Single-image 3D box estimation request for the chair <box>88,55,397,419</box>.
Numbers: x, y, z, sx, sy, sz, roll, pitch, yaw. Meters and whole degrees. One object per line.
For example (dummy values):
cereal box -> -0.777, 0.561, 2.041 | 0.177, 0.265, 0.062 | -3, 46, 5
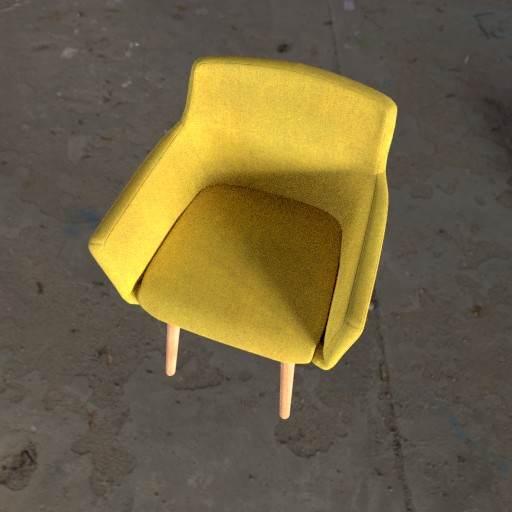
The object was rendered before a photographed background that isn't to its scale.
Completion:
chair -> 0.000, 0.000, 1.162 | 0.570, 0.780, 0.570 | 17, 60, 10
